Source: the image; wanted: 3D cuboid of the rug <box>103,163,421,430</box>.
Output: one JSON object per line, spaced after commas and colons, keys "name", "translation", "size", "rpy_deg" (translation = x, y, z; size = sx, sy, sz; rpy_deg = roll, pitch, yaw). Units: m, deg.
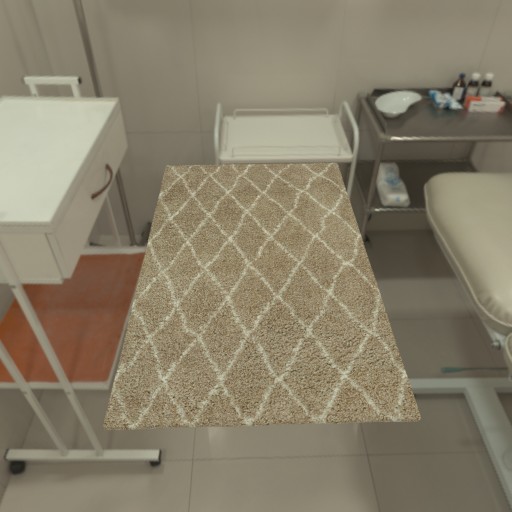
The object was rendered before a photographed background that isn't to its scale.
{"name": "rug", "translation": [0.000, 0.000, 3.027], "size": [1.524, 0.030, 2.438], "rpy_deg": [-1, 42, -1]}
